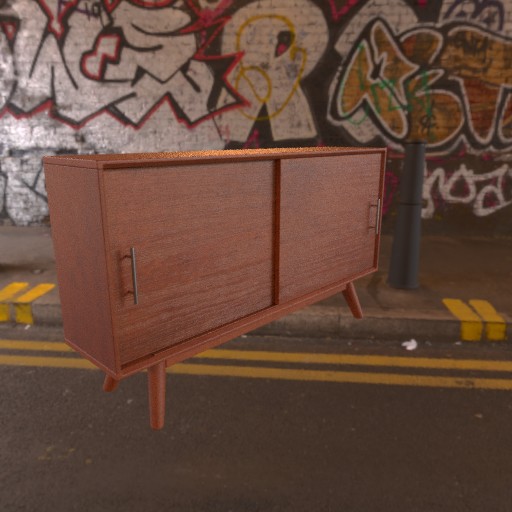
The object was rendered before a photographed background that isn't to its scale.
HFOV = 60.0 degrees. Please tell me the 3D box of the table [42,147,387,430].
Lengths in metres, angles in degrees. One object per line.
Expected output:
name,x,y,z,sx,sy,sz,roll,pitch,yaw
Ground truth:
table,0.000,0.000,1.513,0.308,0.698,1.220,14,21,42
